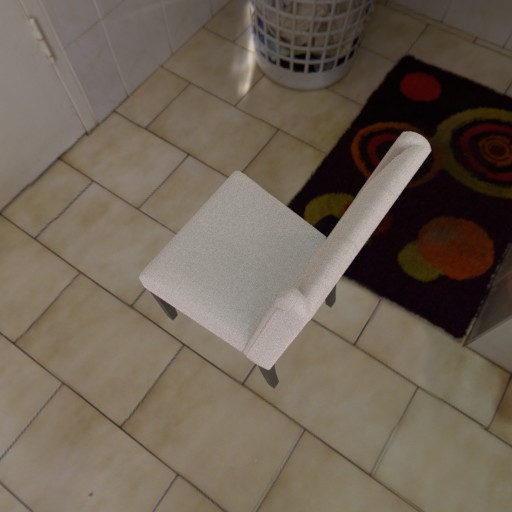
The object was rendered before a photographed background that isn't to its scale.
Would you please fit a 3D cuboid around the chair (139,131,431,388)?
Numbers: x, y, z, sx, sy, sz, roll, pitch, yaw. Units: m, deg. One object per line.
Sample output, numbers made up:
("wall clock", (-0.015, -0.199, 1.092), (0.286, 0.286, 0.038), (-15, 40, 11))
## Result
("chair", (0.000, 0.000, 1.252), (0.523, 0.961, 0.474), (34, 70, 14))
